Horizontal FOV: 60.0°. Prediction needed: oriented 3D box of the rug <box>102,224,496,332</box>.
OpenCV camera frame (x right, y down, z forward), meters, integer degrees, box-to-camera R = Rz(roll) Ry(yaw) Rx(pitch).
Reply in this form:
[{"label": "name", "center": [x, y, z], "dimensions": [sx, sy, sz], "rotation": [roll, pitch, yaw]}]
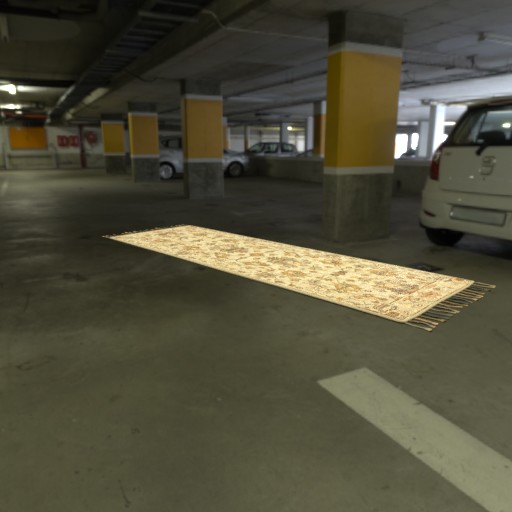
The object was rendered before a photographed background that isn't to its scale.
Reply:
[{"label": "rug", "center": [0.000, 0.000, 2.627], "dimensions": [2.438, 0.021, 0.729], "rotation": [13, 19, 43]}]
